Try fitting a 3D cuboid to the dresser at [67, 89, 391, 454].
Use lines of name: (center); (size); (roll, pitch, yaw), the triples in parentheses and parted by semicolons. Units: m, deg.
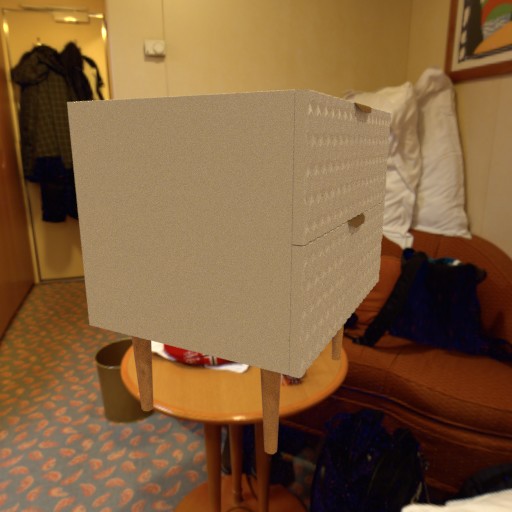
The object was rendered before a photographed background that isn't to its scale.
dresser: (0.000, 0.000, 0.896); (0.414, 0.568, 0.503); (7, 16, 26)
